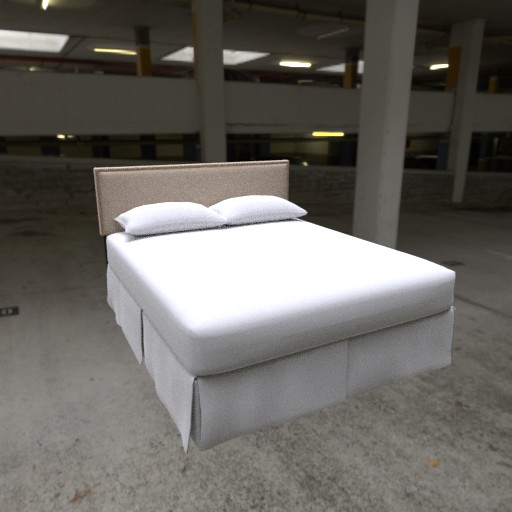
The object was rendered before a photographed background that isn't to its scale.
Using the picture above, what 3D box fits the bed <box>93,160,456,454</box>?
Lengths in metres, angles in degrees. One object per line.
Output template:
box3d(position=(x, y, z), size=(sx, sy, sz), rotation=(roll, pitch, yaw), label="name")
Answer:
box3d(position=(0.000, 0.000, 2.793), size=(1.616, 1.016, 1.876), rotation=(-9, 18, -27), label="bed")
